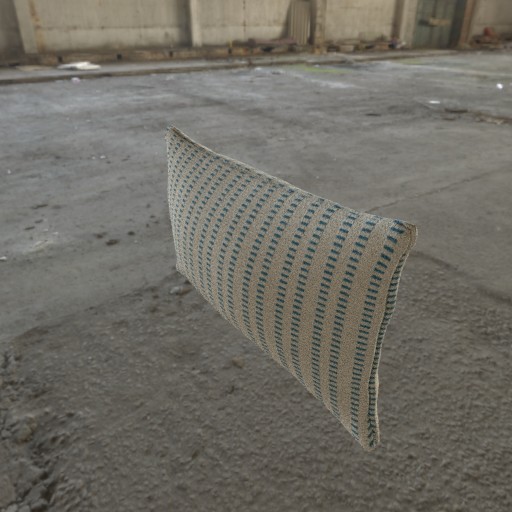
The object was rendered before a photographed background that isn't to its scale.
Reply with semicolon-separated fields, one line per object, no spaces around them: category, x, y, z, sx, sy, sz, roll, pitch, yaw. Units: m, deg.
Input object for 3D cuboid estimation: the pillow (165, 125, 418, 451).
pillow;0.000;0.000;0.792;0.210;0.353;0.640;-18;33;-30
